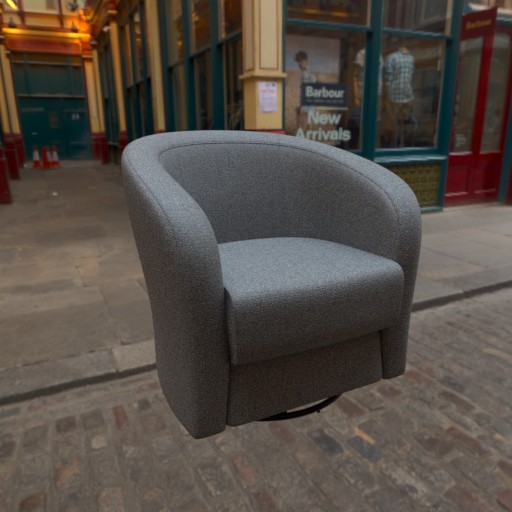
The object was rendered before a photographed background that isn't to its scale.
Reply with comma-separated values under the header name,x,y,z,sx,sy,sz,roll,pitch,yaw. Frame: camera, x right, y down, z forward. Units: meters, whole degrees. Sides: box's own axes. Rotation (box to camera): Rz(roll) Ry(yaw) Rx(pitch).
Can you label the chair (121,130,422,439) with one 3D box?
name,x,y,z,sx,sy,sz,roll,pitch,yaw
chair,0.000,0.000,1.425,0.791,0.771,0.815,-8,18,-25
